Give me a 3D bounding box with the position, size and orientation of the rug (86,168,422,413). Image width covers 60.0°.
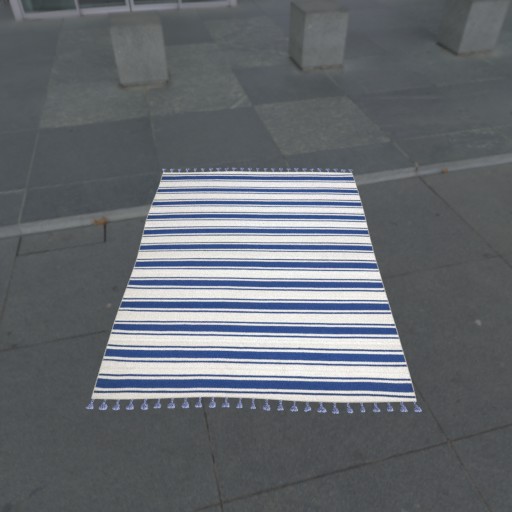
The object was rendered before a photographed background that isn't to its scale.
[{"bbox_3d":[0.000,0.000,4.510,2.471,0.016,3.416,0,42,0],"label":"rug"}]
